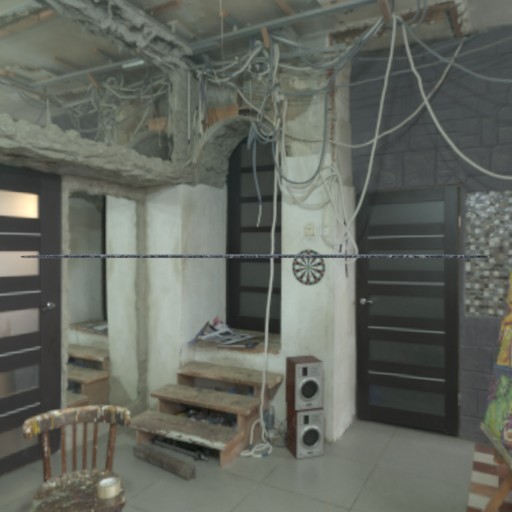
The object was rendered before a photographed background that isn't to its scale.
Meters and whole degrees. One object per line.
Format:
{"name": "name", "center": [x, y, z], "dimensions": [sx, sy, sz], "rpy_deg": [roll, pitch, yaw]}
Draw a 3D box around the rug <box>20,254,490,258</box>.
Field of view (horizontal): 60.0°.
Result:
{"name": "rug", "center": [0.000, 0.000, 2.516], "dimensions": [2.306, 0.013, 0.719], "rpy_deg": [0, 1, -1]}
